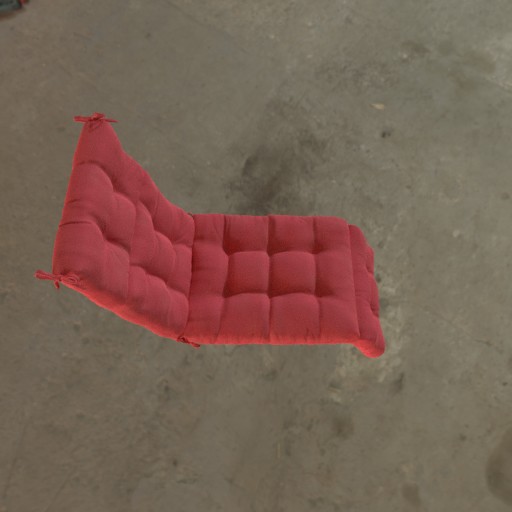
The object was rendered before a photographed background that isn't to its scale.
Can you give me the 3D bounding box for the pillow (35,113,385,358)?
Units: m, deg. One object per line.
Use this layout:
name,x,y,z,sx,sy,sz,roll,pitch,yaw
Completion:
pillow,0.000,0.000,1.485,1.016,0.863,0.526,0,64,0
